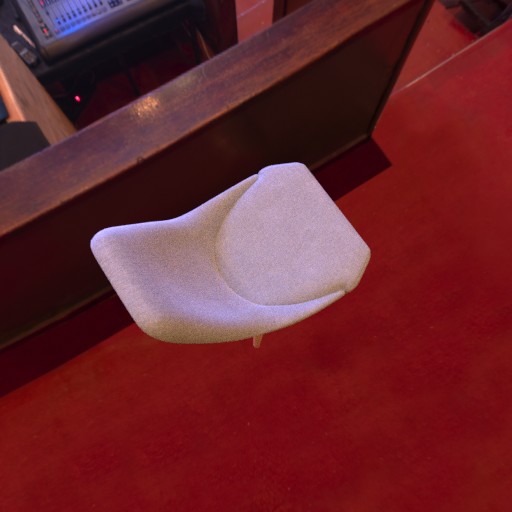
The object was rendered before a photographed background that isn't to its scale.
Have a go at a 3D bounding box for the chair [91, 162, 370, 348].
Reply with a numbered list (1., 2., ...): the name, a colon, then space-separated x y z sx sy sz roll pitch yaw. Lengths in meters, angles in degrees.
1. chair: 0.000 0.000 1.384 0.660 1.040 0.510 -34 79 -8
